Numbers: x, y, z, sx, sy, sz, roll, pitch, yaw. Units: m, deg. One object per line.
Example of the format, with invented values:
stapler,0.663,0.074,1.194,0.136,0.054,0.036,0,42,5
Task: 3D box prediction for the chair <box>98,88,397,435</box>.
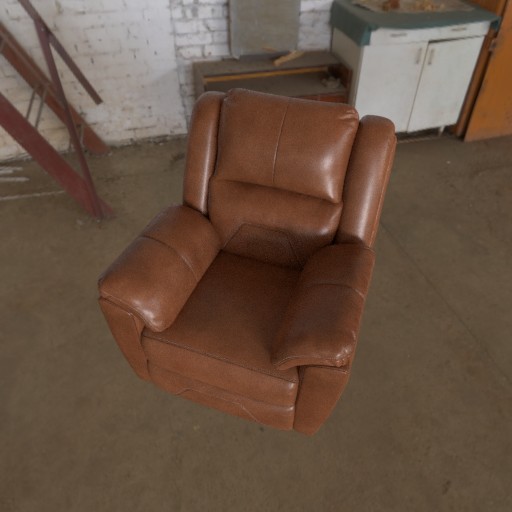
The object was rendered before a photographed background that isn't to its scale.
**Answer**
chair,0.000,0.000,1.923,0.990,1.093,1.041,14,45,14
